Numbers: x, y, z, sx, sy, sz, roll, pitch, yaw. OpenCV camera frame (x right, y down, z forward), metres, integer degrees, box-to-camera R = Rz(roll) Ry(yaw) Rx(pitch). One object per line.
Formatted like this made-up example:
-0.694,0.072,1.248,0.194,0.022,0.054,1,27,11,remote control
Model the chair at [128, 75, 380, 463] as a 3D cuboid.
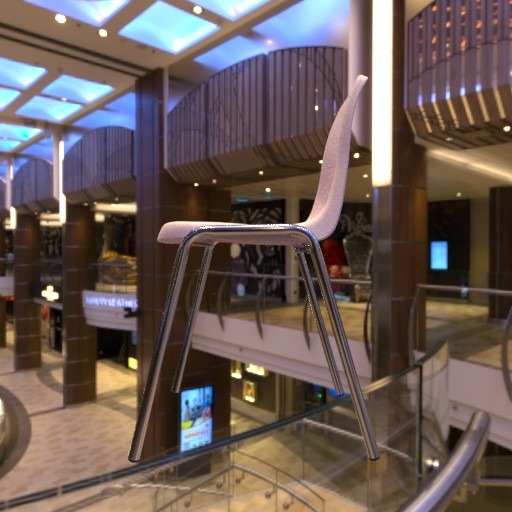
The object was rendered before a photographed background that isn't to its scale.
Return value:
0.000,0.000,0.937,0.436,0.704,0.381,0,1,1,chair
